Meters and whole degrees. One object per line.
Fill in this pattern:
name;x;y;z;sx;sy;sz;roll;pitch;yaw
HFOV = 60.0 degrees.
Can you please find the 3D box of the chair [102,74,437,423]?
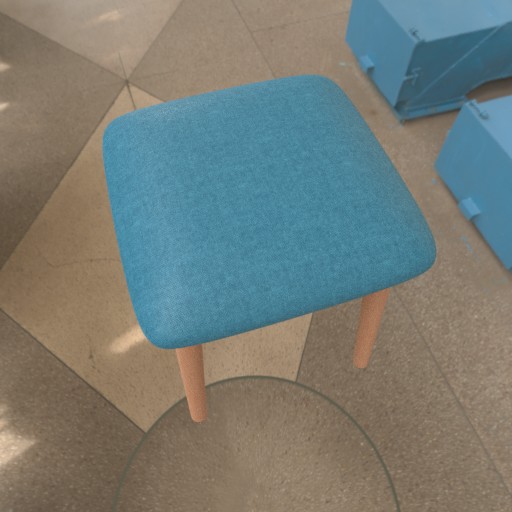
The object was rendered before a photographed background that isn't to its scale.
chair;0.000;0.000;0.708;0.360;0.450;0.360;-15;60;-9
